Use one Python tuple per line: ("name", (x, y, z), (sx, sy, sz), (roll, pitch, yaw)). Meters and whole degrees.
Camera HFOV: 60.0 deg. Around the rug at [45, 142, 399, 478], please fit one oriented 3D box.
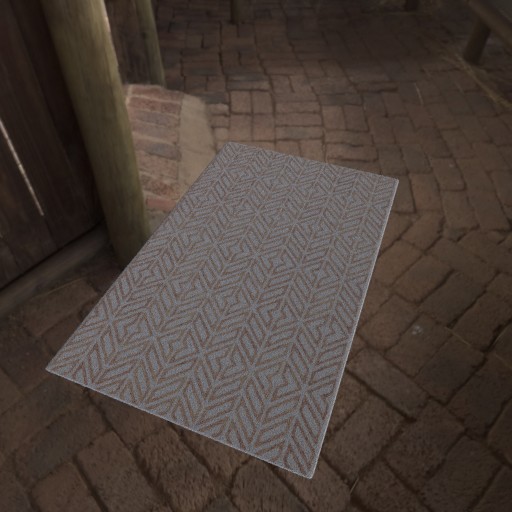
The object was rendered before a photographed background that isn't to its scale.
("rug", (0.000, 0.000, 3.006), (1.523, 0.008, 2.438), (16, 49, 15))
